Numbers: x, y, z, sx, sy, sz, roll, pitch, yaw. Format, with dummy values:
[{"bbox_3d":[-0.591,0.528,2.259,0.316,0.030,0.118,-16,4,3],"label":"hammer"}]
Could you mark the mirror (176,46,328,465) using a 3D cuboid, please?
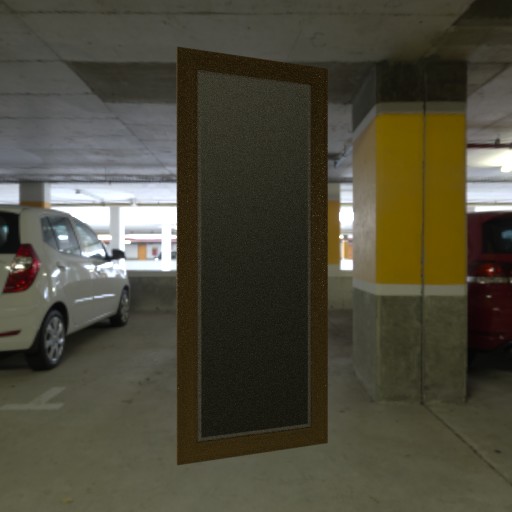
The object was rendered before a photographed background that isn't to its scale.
[{"bbox_3d":[0.000,0.000,2.289,0.812,2.031,0.025,0,0,-18],"label":"mirror"}]
